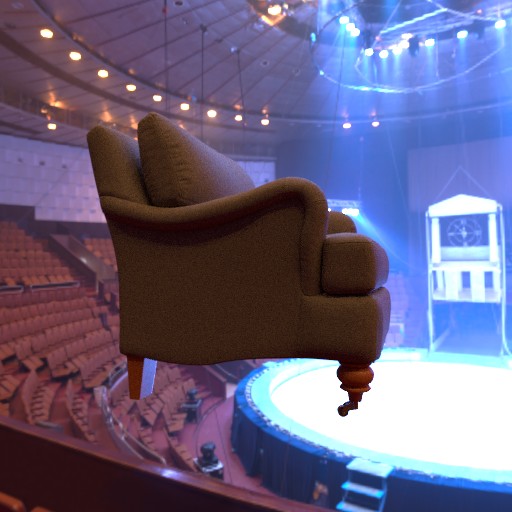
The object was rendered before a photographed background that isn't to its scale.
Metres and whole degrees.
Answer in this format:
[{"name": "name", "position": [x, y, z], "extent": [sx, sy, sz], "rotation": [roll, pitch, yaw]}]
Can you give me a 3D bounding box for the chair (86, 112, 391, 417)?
[{"name": "chair", "position": [0.000, 0.000, 1.878], "extent": [1.070, 1.038, 0.955], "rotation": [-1, -2, 19]}]
